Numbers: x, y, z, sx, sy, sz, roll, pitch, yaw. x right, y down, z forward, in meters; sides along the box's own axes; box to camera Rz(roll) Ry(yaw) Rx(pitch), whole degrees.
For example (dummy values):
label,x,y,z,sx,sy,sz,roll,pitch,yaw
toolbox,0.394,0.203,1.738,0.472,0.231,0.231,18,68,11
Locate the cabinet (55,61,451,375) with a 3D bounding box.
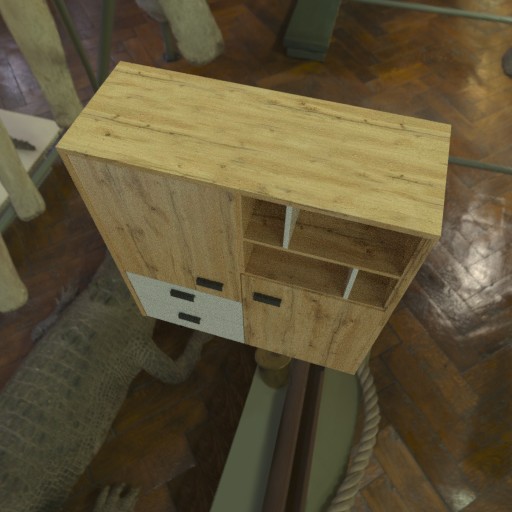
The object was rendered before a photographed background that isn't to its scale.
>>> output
label,x,y,z,sx,sy,sz,roll,pitch,yaw
cabinet,0.000,0.000,1.983,1.168,1.397,0.473,14,59,9
